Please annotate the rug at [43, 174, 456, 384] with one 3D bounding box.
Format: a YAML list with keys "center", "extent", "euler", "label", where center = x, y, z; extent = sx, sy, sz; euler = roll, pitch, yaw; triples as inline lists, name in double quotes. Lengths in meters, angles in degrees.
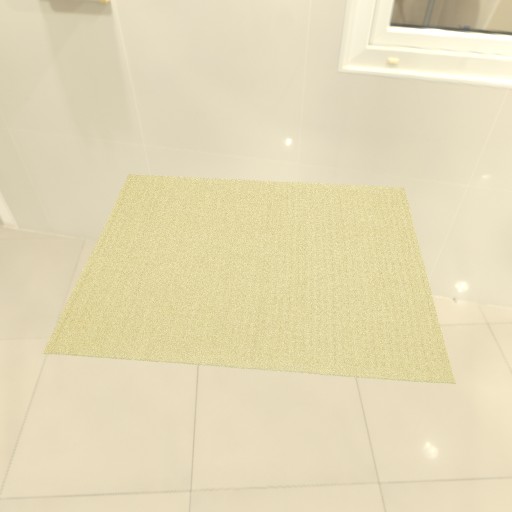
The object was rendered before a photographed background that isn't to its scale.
- center: [0.000, 0.000, 4.269]
  extent: [3.204, 0.016, 2.452]
  euler: [3, 46, 3]
  label: "rug"
